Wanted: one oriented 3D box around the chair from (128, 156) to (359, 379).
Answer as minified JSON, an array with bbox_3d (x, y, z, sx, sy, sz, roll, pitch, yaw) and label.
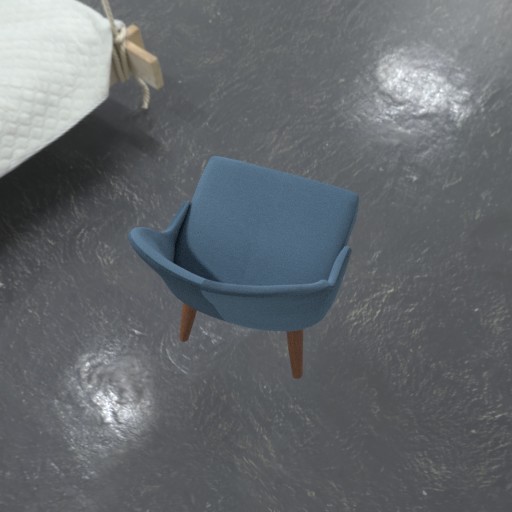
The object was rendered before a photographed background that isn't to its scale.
[{"bbox_3d":[0.000,0.000,1.255,0.503,0.882,0.589,16,65,8],"label":"chair"}]
